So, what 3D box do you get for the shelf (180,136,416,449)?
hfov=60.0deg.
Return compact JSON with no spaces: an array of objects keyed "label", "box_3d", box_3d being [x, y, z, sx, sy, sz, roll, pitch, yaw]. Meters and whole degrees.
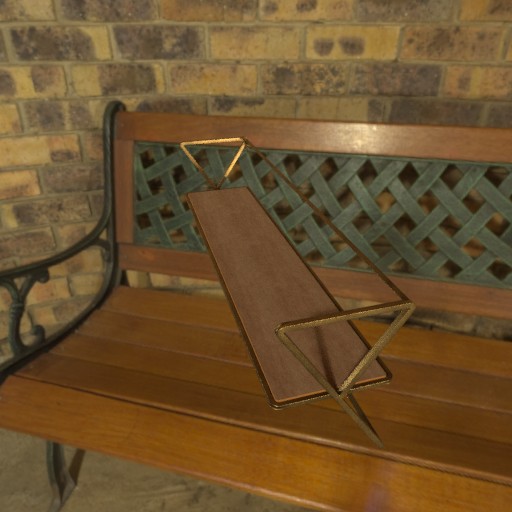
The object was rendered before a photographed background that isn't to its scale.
[{"label":"shelf","box_3d":[0.000,0.000,0.752,0.150,0.229,0.645,-8,31,-14]}]
